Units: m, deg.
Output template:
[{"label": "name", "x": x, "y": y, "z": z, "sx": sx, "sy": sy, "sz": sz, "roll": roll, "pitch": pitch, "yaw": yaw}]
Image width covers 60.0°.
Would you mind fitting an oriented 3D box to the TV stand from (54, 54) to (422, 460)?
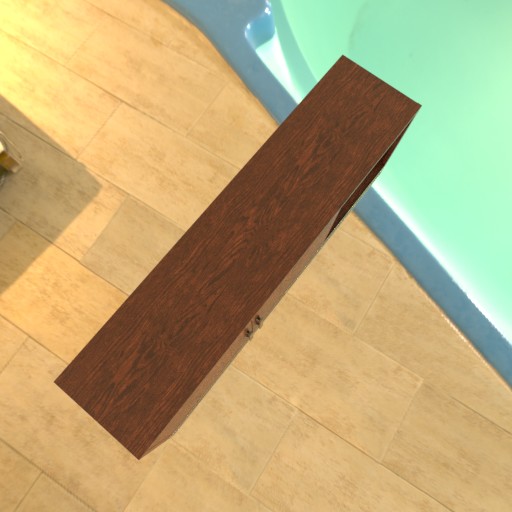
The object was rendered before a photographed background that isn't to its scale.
[{"label": "TV stand", "x": 0.000, "y": 0.000, "z": 1.781, "sx": 0.382, "sy": 0.578, "sz": 1.541, "roll": 38, "pitch": 78, "yaw": 9}]
